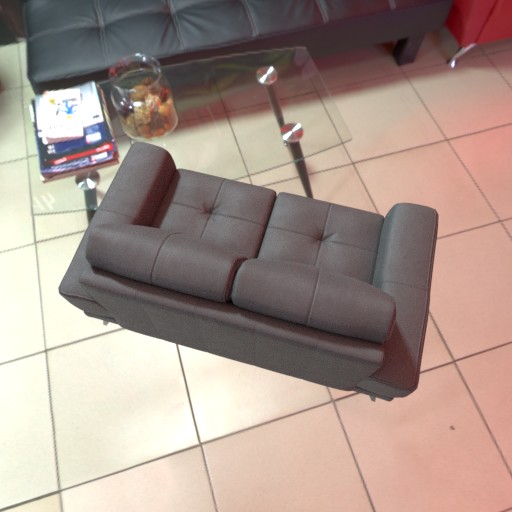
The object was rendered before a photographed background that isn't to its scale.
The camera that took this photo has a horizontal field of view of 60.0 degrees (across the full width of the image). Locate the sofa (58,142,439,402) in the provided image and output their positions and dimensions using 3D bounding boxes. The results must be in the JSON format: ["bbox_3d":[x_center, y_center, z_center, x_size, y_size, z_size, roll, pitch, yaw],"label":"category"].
[{"bbox_3d":[0.000,0.000,2.352,1.806,0.907,1.018,14,64,7],"label":"sofa"}]
